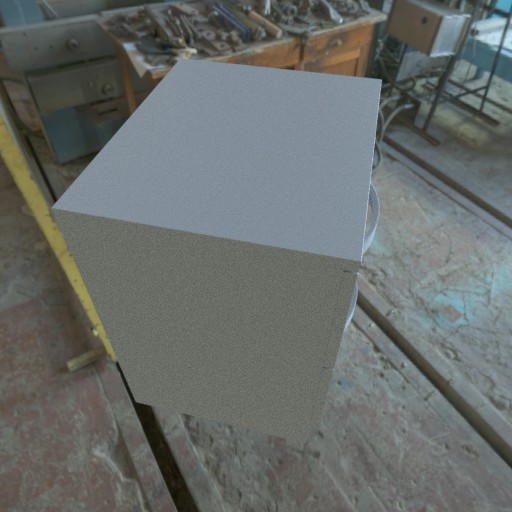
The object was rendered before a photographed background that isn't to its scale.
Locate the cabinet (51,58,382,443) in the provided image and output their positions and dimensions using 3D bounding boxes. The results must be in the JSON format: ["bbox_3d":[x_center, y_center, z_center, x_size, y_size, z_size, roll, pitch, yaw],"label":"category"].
[{"bbox_3d":[0.000,0.000,0.755,0.360,0.470,0.400,10,47,9],"label":"cabinet"}]
